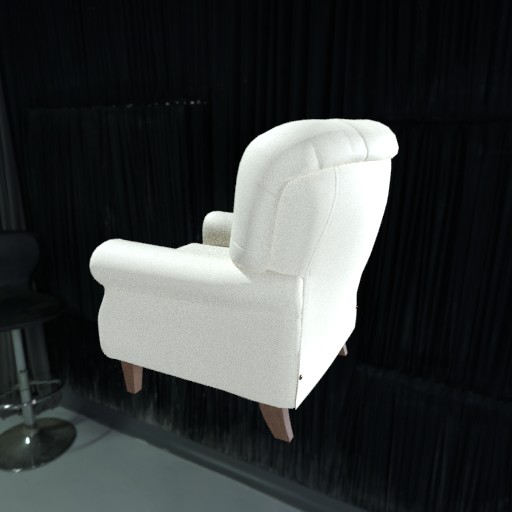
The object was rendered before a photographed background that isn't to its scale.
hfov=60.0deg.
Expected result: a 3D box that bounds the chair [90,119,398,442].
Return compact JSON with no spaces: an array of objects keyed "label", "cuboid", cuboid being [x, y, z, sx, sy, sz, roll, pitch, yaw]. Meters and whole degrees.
[{"label":"chair","cuboid":[0.000,0.000,2.001,1.132,1.169,1.035,7,17,26]}]
